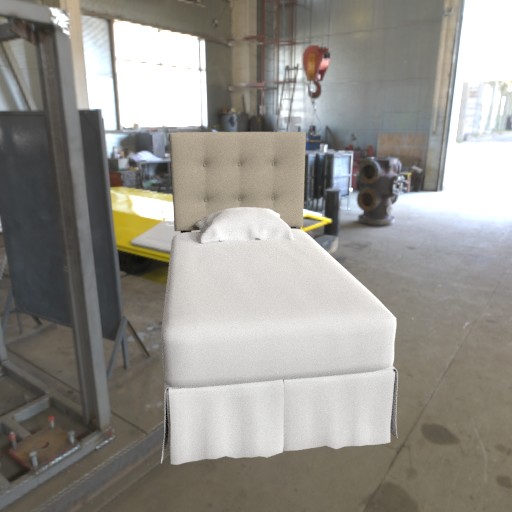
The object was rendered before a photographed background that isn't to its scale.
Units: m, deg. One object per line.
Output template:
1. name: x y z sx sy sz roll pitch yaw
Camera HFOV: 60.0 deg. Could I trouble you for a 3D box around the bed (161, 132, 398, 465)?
1. bed: 0.000 0.000 2.994 1.261 1.571 1.997 -3 17 -8
